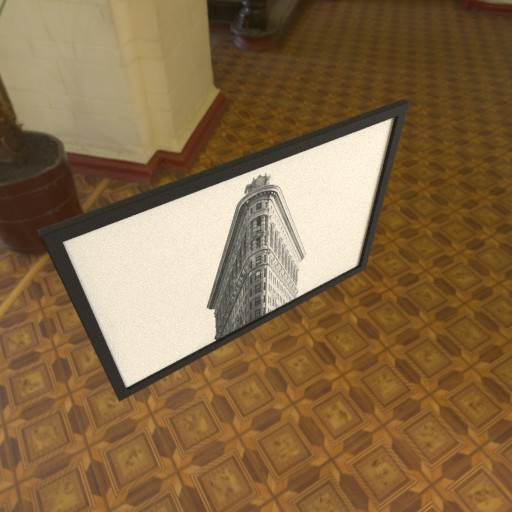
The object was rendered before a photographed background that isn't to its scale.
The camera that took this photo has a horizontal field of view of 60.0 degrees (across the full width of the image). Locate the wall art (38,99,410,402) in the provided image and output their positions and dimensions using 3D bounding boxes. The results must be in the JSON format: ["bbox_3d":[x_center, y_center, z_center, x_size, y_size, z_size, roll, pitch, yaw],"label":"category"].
[{"bbox_3d":[0.000,0.000,1.244,0.964,0.659,0.049,-24,50,-21],"label":"wall art"}]
